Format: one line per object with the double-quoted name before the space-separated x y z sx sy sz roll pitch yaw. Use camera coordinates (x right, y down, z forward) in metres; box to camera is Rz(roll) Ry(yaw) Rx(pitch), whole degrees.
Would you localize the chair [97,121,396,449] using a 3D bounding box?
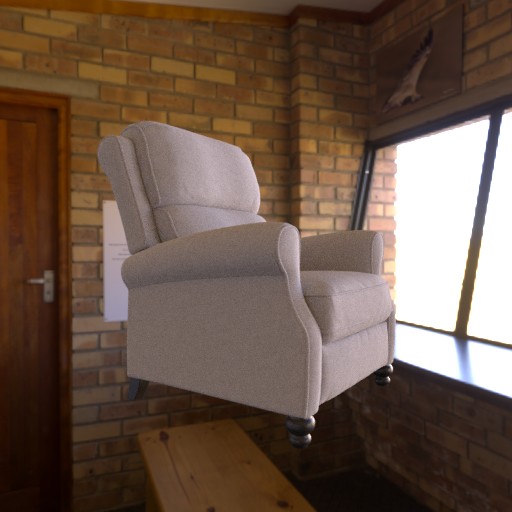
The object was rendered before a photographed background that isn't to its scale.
"chair" 0.000 0.000 1.732 0.919 1.046 0.859 1 1 35
